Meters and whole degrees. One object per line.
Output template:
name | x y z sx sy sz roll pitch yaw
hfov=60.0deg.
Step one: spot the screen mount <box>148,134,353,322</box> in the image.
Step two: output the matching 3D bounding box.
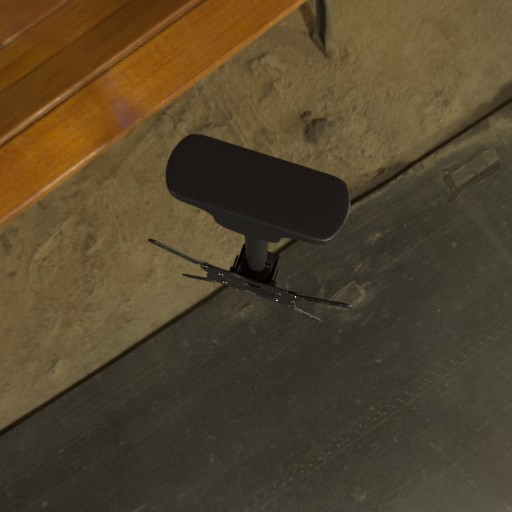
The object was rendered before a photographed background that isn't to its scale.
screen mount | 0.000 0.000 0.852 0.393 0.729 0.090 18 79 4
